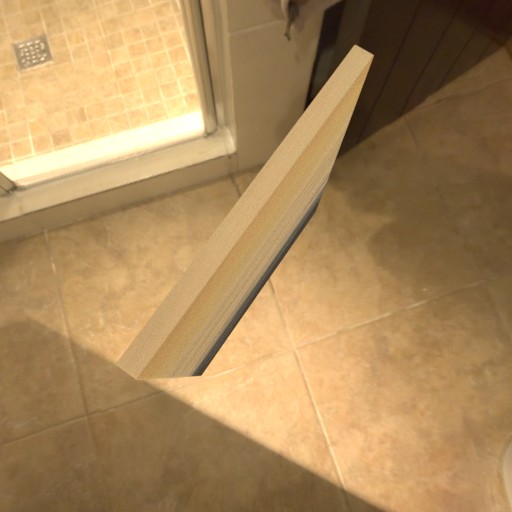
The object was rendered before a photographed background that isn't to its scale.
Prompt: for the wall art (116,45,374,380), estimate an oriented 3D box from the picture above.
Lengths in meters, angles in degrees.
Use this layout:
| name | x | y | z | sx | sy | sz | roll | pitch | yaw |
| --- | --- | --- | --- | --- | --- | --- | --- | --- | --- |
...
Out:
| name | x | y | z | sx | sy | sz | roll | pitch | yaw |
| --- | --- | --- | --- | --- | --- | --- | --- | --- | --- |
| wall art | 0.000 | 0.000 | 0.987 | 0.041 | 0.710 | 0.608 | 34 | 78 | 8 |
